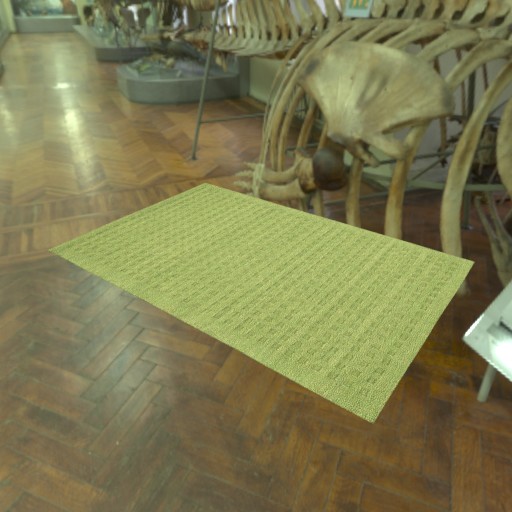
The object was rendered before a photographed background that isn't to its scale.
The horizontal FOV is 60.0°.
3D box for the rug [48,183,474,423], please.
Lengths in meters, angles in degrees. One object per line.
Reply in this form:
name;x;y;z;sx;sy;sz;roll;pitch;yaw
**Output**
rug;0.000;0.000;2.854;2.297;0.007;1.529;21;36;31
